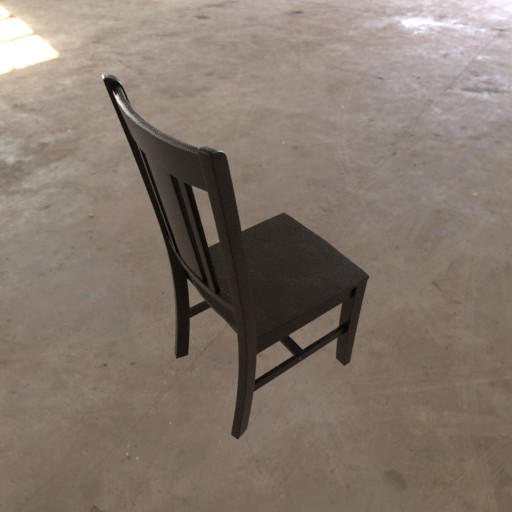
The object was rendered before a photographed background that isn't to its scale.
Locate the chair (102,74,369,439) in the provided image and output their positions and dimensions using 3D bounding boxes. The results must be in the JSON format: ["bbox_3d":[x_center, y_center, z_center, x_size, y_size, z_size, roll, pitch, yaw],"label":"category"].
[{"bbox_3d":[0.000,0.000,1.271,0.555,0.998,0.450,-26,47,-27],"label":"chair"}]
